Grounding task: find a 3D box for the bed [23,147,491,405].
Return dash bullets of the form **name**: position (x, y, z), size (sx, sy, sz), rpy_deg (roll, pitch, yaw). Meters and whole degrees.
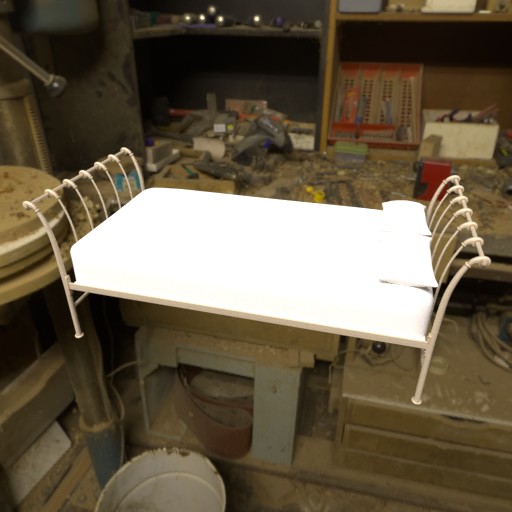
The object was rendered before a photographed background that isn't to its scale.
- **bed**: position (0.000, 0.000, 2.657), size (2.228, 0.873, 1.032), rpy_deg (8, 31, 13)
